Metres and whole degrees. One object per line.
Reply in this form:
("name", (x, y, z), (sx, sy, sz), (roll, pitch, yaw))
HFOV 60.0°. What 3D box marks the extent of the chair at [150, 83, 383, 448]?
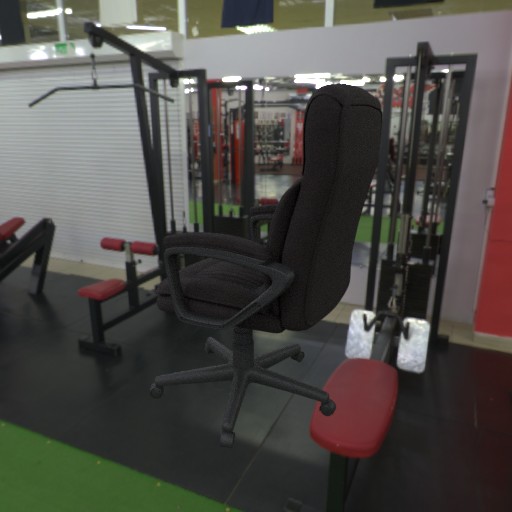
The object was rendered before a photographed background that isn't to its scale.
("chair", (0.000, 0.000, 1.561), (0.724, 1.105, 0.667), (8, 18, 26))
